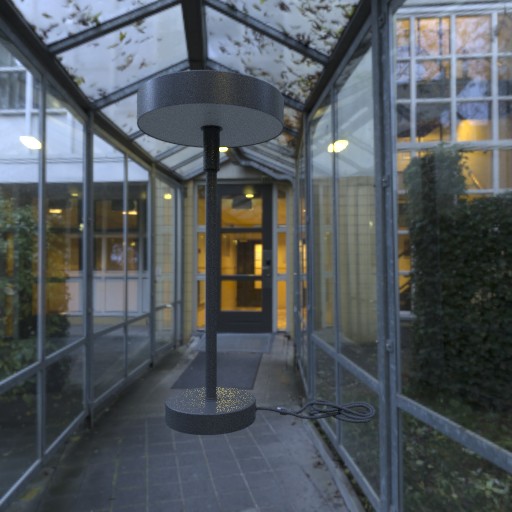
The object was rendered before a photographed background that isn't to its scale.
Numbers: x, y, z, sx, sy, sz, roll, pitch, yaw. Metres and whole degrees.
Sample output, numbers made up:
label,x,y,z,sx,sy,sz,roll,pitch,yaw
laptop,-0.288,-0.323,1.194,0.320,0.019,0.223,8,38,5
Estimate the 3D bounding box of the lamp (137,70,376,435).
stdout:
label,x,y,z,sx,sy,sz,roll,pitch,yaw
lamp,0.000,0.000,0.699,0.369,0.508,0.229,0,-1,0
